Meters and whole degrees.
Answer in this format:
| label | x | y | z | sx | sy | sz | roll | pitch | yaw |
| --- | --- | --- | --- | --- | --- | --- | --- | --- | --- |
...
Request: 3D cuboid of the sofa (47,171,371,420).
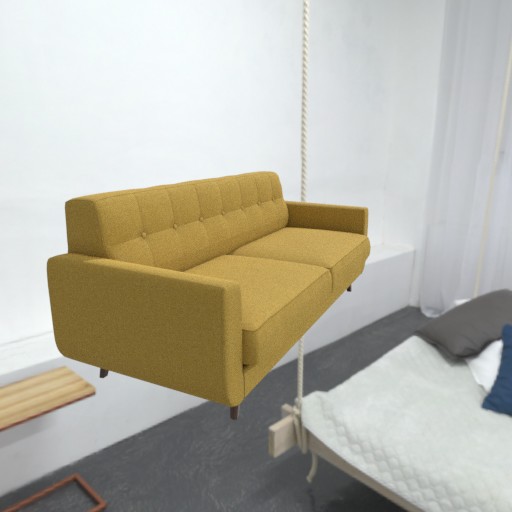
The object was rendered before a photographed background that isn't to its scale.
| label | x | y | z | sx | sy | sz | roll | pitch | yaw |
| --- | --- | --- | --- | --- | --- | --- | --- | --- | --- |
| sofa | 0.000 | 0.000 | 2.510 | 0.909 | 0.841 | 2.029 | 7 | 16 | 26 |
